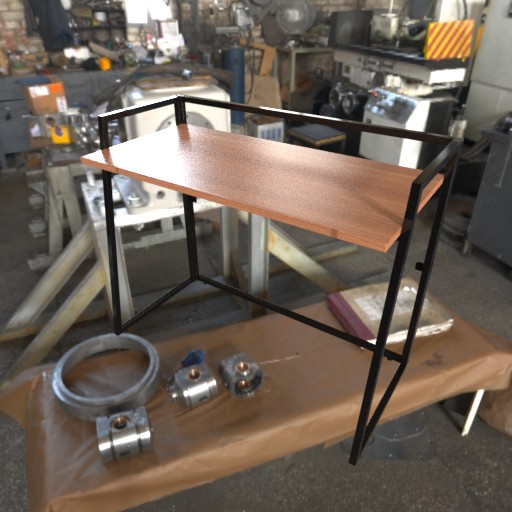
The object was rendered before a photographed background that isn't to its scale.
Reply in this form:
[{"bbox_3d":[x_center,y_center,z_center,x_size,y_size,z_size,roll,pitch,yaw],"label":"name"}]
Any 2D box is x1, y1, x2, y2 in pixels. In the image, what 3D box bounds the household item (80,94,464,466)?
[{"bbox_3d":[0.000,0.000,1.517,1.050,0.860,0.510,19,36,28],"label":"household item"}]
